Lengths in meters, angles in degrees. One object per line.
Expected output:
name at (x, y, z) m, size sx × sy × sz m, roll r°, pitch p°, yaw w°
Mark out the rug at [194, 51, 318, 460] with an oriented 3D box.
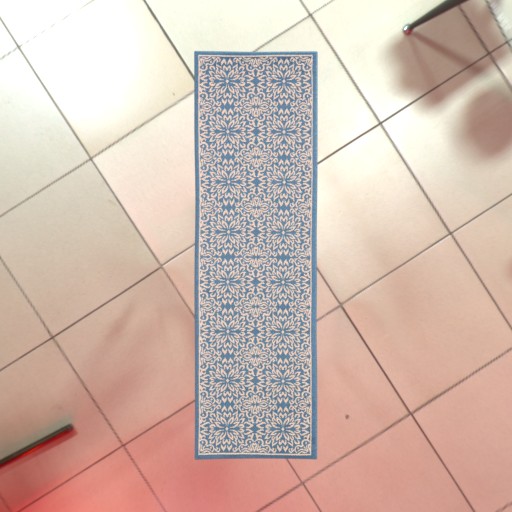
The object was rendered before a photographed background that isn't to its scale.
rug at (0.000, 0.000, 2.383) m, size 0.662 × 0.011 × 2.196 m, roll 0°, pitch 90°, yaw 0°
